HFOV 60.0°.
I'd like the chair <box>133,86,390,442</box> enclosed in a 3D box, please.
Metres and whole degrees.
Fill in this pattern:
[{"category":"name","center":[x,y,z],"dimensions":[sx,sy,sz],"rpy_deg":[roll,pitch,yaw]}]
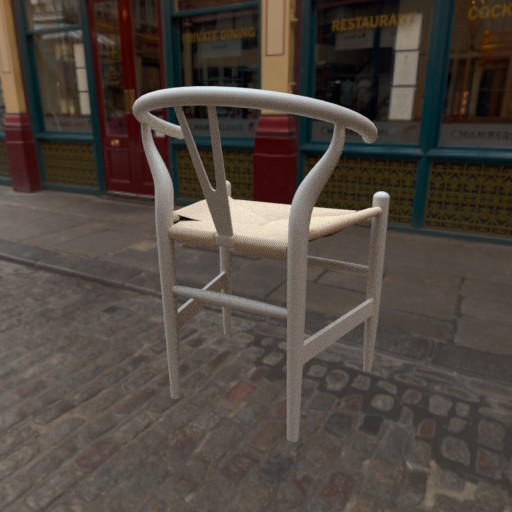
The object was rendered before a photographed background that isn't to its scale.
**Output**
[{"category":"chair","center":[0.000,0.000,1.070],"dimensions":[0.533,0.736,0.500],"rpy_deg":[9,19,27]}]
